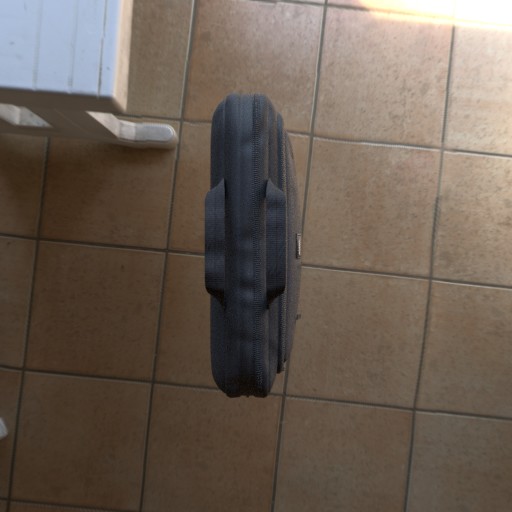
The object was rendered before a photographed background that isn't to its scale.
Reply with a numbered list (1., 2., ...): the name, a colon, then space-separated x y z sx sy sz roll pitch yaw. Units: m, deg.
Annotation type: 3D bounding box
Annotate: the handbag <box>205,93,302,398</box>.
1. handbag: 0.000 0.000 0.435 0.089 0.244 0.320 0 89 0
